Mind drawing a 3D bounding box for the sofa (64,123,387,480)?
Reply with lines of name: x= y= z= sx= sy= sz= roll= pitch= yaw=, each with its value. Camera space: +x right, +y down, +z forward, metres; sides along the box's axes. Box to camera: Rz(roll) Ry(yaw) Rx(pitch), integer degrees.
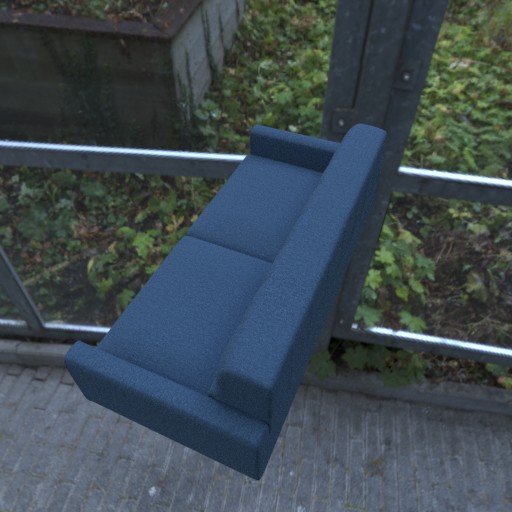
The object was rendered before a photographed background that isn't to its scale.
sofa: x=0.000 y=0.000 z=2.517 sx=0.942 sy=0.884 sz=2.055 roll=18 pitch=50 yaw=16
